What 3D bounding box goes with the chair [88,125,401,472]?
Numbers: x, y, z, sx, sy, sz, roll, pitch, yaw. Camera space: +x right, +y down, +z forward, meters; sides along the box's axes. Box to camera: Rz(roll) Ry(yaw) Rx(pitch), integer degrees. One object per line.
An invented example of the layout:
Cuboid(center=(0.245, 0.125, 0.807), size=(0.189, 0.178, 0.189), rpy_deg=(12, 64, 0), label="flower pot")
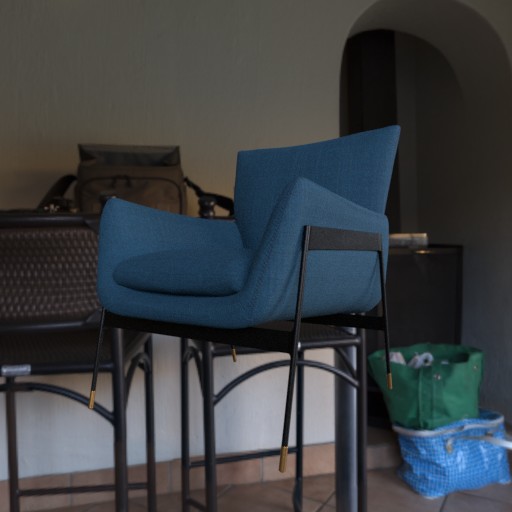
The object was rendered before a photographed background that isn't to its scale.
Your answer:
Cuboid(center=(0.000, 0.000, 1.357), size=(0.678, 0.859, 0.769), rpy_deg=(0, 0, 35), label="chair")
